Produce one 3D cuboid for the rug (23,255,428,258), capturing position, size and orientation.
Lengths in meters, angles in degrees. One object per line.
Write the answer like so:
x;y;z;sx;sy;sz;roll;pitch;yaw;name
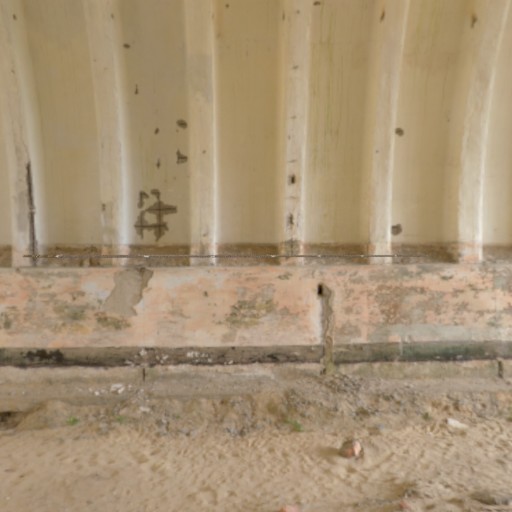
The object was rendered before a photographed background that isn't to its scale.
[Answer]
0.000;0.000;2.736;2.464;0.012;0.773;0;0;-36;rug
